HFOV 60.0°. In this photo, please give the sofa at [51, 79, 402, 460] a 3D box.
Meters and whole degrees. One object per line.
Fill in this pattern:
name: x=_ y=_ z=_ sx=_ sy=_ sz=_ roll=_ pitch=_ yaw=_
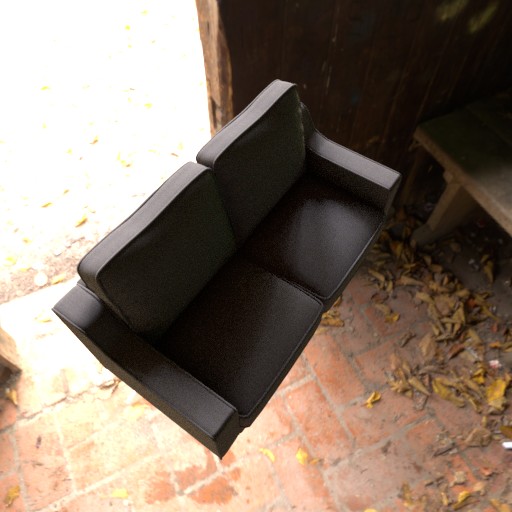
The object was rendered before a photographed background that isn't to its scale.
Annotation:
sofa: x=0.000 y=0.000 z=2.033 sx=0.791 sy=0.948 sz=1.500 roll=31 pitch=62 yaw=18
